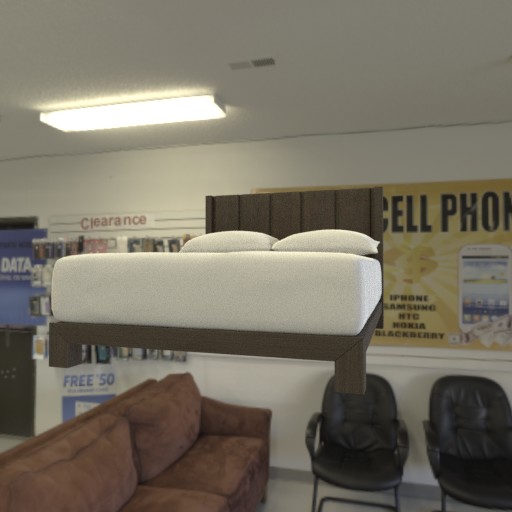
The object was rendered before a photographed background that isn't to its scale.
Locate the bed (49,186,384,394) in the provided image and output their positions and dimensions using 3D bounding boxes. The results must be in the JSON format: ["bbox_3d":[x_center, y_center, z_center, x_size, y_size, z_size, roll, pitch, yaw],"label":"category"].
[{"bbox_3d":[0.000,0.000,3.268,1.727,1.270,2.242,0,-1,18],"label":"bed"}]
